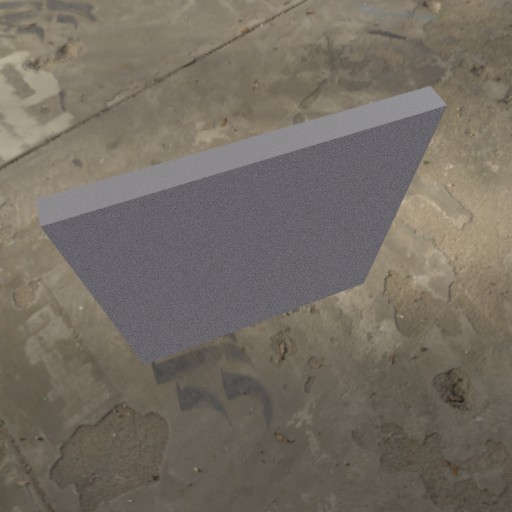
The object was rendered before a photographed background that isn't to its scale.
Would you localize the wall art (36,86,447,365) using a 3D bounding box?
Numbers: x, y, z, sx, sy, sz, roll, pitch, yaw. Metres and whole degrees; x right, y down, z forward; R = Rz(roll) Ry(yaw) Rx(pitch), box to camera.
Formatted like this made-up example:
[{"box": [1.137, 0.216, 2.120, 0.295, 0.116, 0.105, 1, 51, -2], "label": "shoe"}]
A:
[{"box": [0.000, 0.000, 0.521, 0.355, 0.355, 0.027, -19, 62, -11], "label": "wall art"}]
